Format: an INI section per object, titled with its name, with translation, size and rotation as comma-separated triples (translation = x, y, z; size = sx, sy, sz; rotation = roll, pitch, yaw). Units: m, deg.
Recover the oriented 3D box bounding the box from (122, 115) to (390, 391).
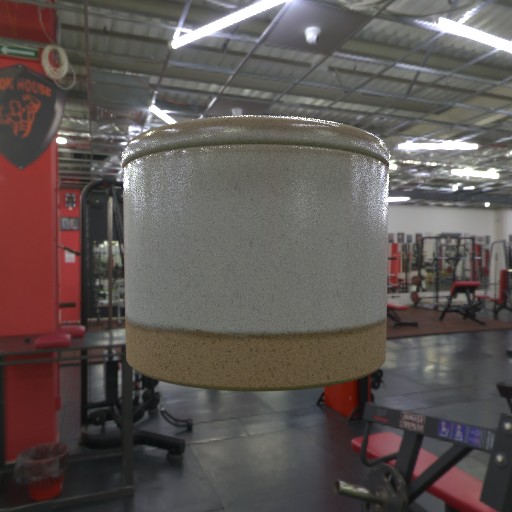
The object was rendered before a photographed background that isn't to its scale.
[box]
translation = 0.000, 0.000, 0.265
size = 0.154, 0.123, 0.154
rotation = 0, 0, 0
